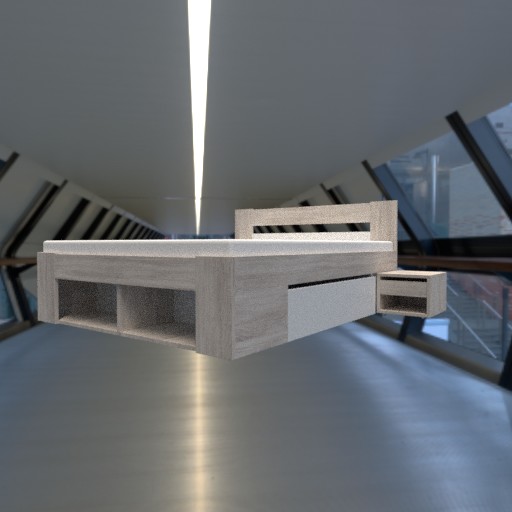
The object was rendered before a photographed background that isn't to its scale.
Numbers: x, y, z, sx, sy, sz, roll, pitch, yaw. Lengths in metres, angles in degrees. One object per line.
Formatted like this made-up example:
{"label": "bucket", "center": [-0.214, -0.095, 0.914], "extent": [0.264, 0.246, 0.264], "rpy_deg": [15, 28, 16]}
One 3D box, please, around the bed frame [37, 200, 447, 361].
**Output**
{"label": "bed frame", "center": [0.000, 0.000, 3.103], "extent": [2.040, 0.860, 2.050], "rpy_deg": [1, 2, 37]}
